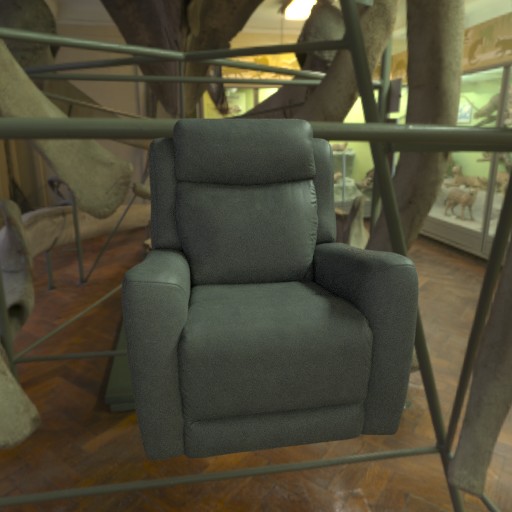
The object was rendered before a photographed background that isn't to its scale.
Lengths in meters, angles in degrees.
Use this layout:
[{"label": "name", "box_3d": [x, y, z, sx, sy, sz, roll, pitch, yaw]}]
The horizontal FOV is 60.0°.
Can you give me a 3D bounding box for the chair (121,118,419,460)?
[{"label": "chair", "box_3d": [0.000, 0.000, 1.850, 0.965, 1.116, 1.068, -2, 16, -8]}]
